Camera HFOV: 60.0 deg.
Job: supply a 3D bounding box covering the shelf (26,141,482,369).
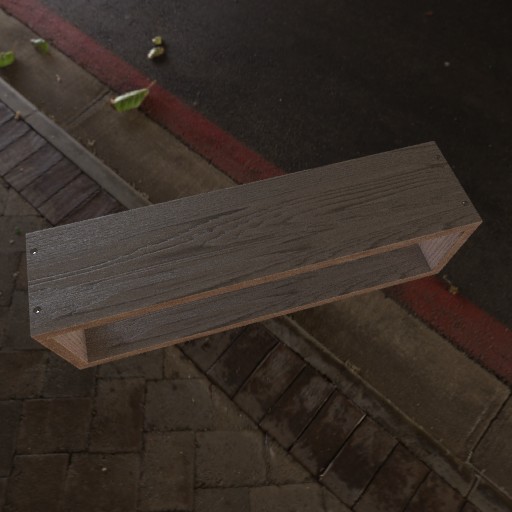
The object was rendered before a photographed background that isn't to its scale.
[{"bbox_3d":[0.000,0.000,0.684,0.610,0.170,0.150,-14,63,-7],"label":"shelf"}]
